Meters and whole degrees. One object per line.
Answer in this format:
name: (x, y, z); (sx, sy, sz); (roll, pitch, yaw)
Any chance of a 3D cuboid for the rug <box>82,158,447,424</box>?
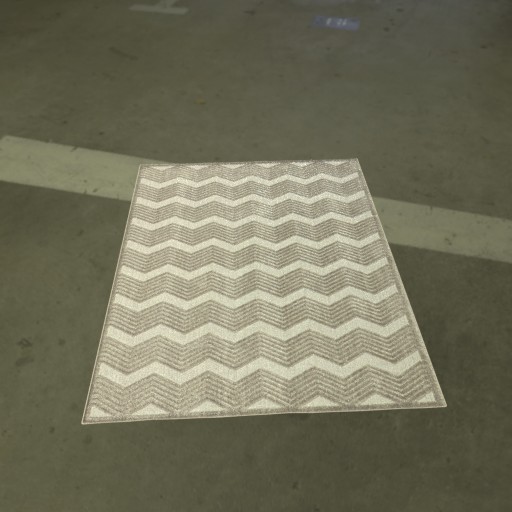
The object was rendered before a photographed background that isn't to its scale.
rug: (0.000, 0.000, 3.883); (2.391, 0.005, 2.880); (-2, 46, -2)
